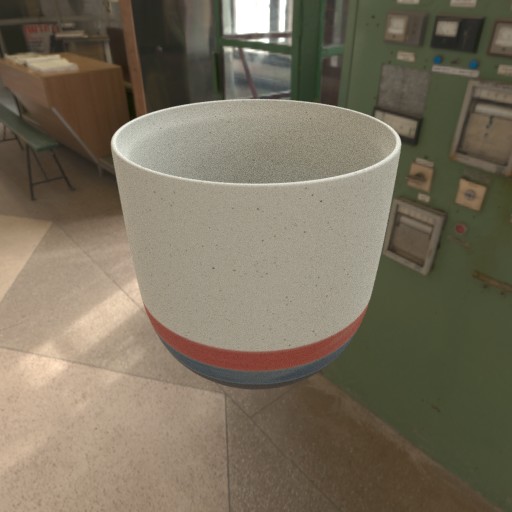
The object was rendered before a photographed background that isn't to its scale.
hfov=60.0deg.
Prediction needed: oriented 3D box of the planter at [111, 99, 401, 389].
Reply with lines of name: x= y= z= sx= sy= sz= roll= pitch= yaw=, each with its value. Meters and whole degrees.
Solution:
planter: x=0.000 y=0.000 z=0.378 sx=0.204 sy=0.214 sz=0.204 roll=0 pitch=32 yaw=0
